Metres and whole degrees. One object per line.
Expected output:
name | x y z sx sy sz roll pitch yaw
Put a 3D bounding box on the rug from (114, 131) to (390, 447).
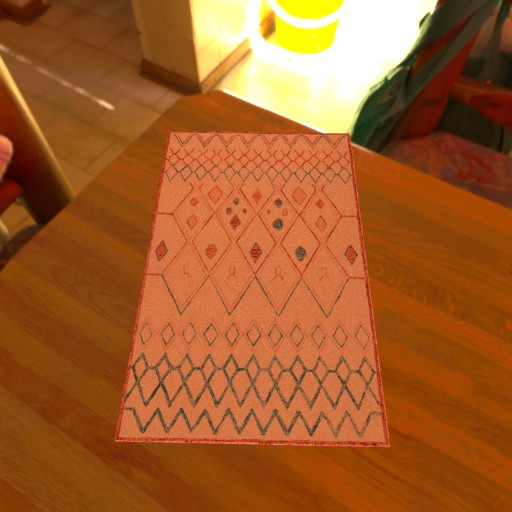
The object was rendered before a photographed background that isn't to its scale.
rug | 0.000 0.000 3.085 1.524 0.015 2.438 1 58 1
